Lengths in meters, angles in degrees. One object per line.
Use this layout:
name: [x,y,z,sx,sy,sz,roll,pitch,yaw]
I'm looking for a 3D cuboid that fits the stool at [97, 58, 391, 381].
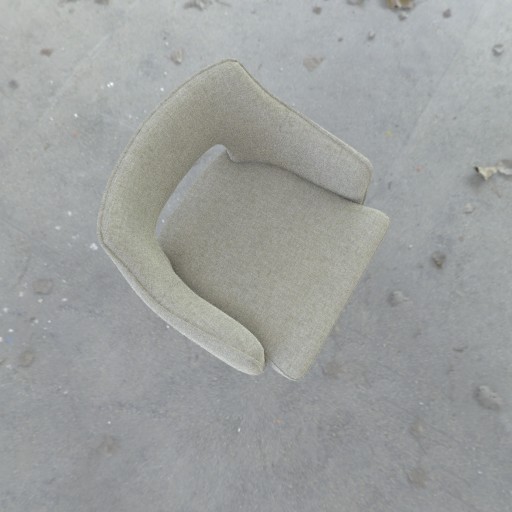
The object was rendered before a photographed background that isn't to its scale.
stool: [0.000,0.000,1.286,0.558,0.944,0.599,31,76,8]
